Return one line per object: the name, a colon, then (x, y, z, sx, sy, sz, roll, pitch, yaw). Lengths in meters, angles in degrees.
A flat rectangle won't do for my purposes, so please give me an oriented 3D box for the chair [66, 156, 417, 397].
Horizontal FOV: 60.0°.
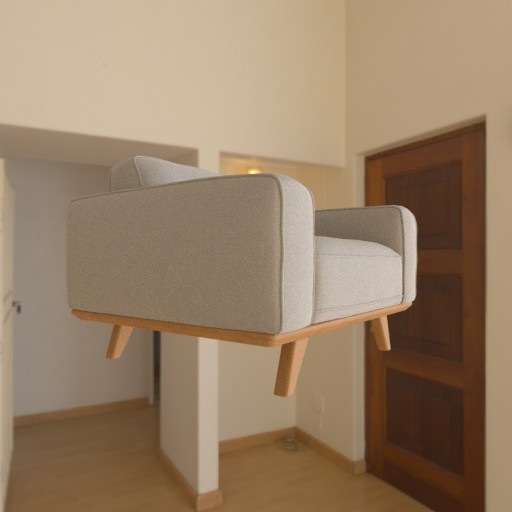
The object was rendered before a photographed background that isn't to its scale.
chair: (0.000, 0.000, 1.761, 0.953, 0.779, 1.115, 0, -1, 36)
